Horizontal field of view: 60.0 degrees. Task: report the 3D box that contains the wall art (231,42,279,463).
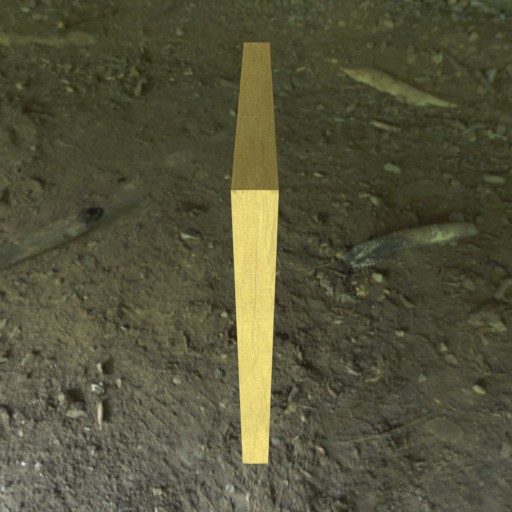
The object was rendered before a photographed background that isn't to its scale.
[{"bbox_3d":[0.000,0.000,0.517,0.030,0.380,0.312,0,41,0],"label":"wall art"}]
